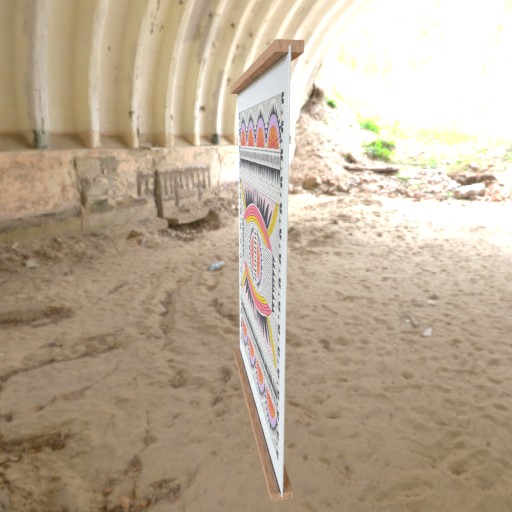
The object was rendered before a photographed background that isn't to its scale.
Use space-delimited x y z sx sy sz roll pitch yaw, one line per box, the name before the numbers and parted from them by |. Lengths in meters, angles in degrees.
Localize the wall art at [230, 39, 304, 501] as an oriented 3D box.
wall art | 0.000 0.000 0.678 0.028 0.527 0.403 -2 15 -9
